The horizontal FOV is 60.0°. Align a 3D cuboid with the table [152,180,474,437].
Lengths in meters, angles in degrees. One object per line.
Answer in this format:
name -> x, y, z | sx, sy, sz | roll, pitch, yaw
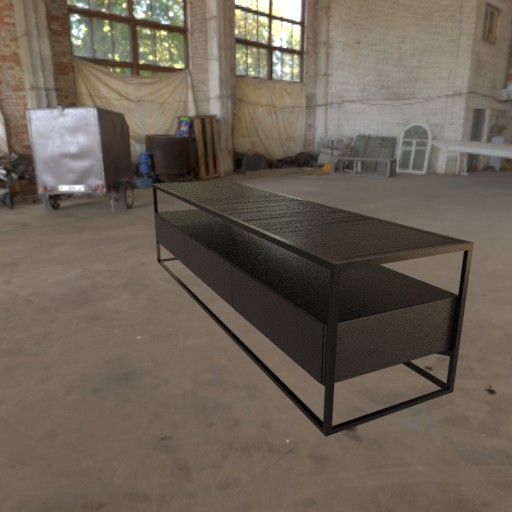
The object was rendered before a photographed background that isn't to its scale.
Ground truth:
table -> 0.000, 0.000, 1.640 | 0.399, 0.395, 1.486 | -8, 18, -25
